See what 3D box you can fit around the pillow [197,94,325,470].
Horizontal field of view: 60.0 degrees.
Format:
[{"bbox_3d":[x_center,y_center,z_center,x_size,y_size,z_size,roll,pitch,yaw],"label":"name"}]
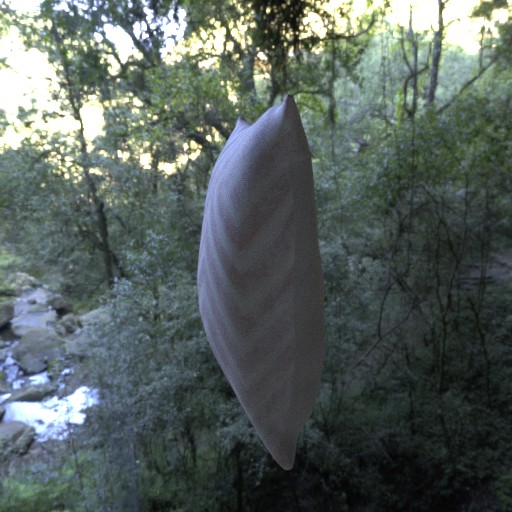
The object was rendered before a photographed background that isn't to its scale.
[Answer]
[{"bbox_3d":[0.000,0.000,0.686,0.182,0.441,0.440,-2,14,-8],"label":"pillow"}]
